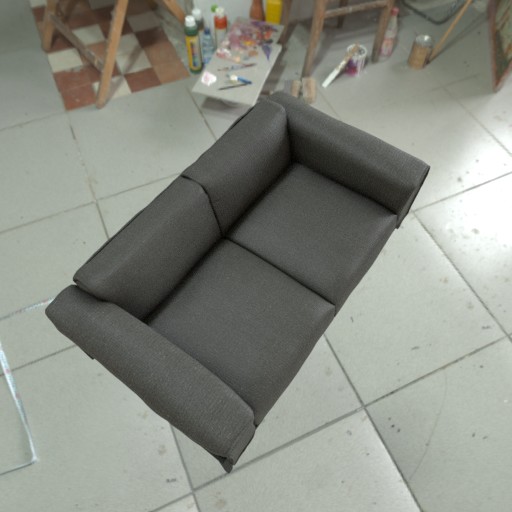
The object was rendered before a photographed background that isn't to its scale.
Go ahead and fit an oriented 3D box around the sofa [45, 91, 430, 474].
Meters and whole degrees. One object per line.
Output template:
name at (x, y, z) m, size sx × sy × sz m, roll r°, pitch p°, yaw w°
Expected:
sofa at (0.000, 0.000, 2.188) m, size 0.960 × 0.656 × 1.690 m, roll 32°, pitch 65°, yaw 18°
